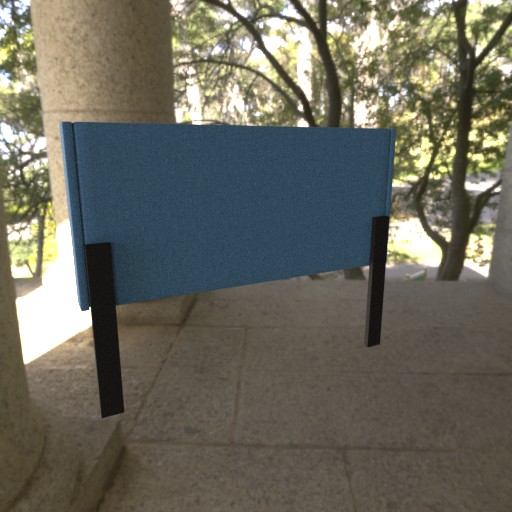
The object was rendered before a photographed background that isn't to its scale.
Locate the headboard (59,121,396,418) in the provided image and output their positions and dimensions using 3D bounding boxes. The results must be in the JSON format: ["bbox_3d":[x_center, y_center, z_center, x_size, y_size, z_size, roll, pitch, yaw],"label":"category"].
[{"bbox_3d":[0.000,0.000,2.705,2.051,1.524,0.184,-7,16,-27],"label":"headboard"}]
